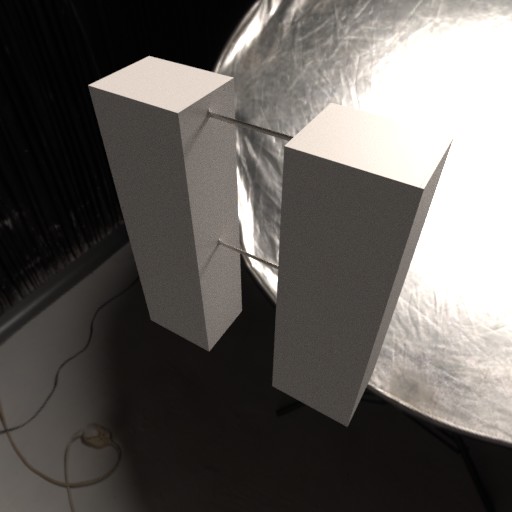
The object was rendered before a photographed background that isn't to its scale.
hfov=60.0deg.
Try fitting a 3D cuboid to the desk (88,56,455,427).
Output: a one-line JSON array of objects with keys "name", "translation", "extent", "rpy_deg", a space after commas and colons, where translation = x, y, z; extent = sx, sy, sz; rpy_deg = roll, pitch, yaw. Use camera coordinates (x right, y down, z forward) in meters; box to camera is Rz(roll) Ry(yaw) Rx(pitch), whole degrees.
[{"name": "desk", "translation": [0.000, 0.000, 2.839], "extent": [1.770, 2.000, 0.480], "rpy_deg": [23, 49, 22]}]
